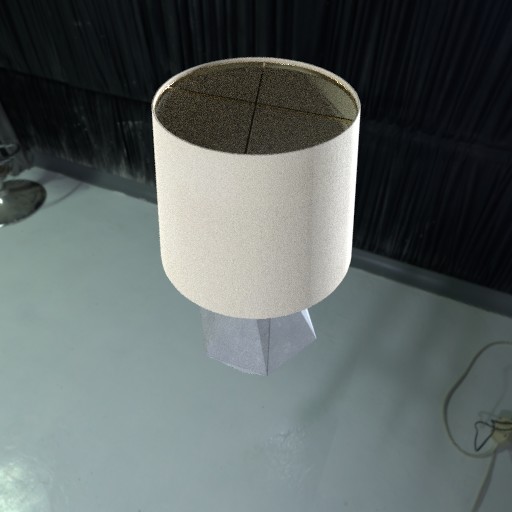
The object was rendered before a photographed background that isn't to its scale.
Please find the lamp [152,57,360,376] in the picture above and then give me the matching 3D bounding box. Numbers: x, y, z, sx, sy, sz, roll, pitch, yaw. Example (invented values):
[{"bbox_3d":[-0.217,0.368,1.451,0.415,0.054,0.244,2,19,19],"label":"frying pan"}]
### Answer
[{"bbox_3d":[0.000,0.000,0.671,0.276,0.501,0.276,0,46,0],"label":"lamp"}]
